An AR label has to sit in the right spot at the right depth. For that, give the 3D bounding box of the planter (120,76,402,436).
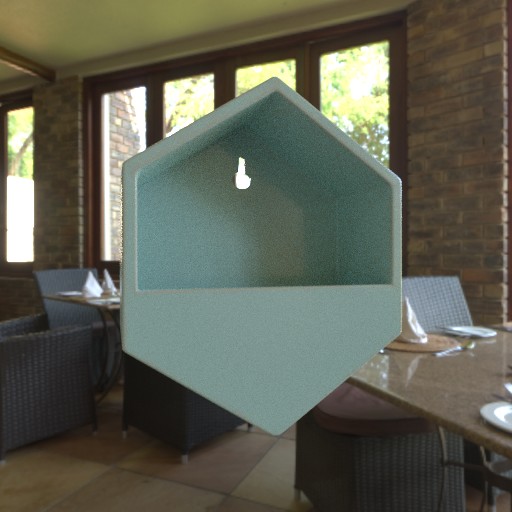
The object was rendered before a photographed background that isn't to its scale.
[{"bbox_3d":[0.000,0.000,0.290,0.169,0.207,0.078,0,0,-18],"label":"planter"}]
